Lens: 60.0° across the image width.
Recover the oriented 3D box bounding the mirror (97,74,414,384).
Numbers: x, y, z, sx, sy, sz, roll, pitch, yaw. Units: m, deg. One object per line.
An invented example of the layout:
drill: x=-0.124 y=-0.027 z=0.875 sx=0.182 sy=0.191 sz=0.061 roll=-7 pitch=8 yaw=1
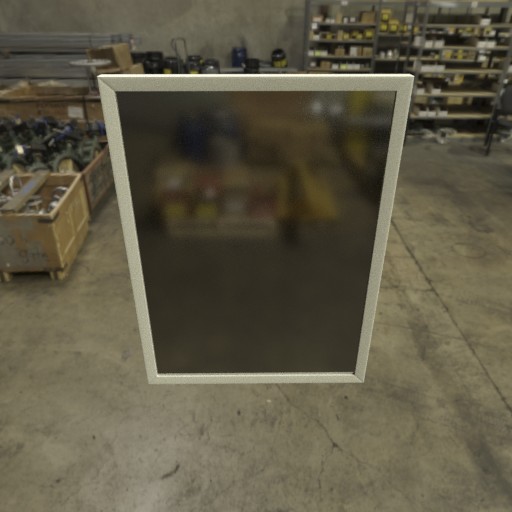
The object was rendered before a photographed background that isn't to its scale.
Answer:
mirror: x=0.000 y=0.000 z=1.333 sx=0.762 sy=1.016 sz=0.040 roll=0 pitch=30 yaw=-1
